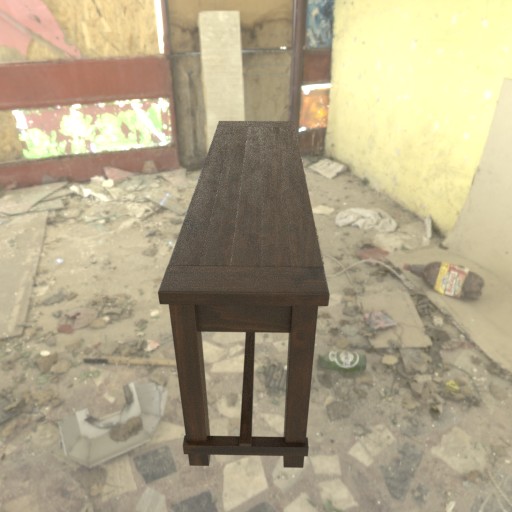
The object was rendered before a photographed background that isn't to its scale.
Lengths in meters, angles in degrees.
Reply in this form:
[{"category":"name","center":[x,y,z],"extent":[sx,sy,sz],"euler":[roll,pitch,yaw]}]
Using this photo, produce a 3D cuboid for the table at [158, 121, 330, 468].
[{"category":"table","center":[0.000,0.000,1.939],"extent":[0.442,0.762,1.599],"euler":[1,31,1]}]
